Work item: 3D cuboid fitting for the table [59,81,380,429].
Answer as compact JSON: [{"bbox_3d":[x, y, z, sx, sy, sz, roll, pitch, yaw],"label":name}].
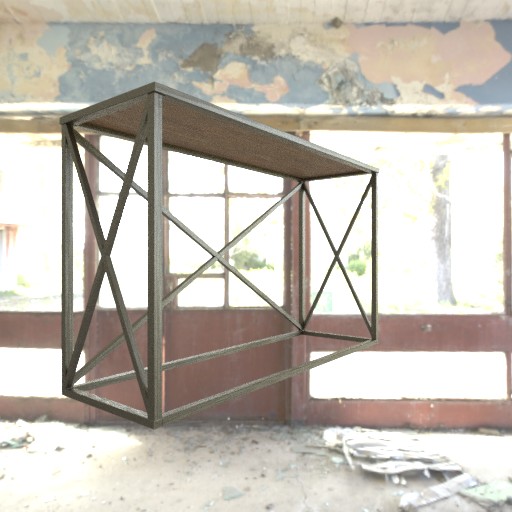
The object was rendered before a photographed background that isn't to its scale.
[{"bbox_3d":[0.000,0.000,1.556,0.402,0.753,1.216,0,0,38],"label":"table"}]
